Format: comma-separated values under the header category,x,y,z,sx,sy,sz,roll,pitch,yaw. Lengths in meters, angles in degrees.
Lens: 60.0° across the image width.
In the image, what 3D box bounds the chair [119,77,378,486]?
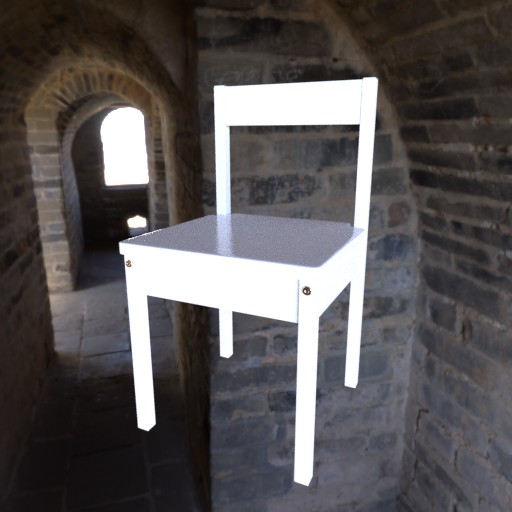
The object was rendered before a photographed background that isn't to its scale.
category,x,y,z,sx,sy,sz,roll,pitch,yaw
chair,0.000,0.000,0.866,0.367,0.668,0.361,7,17,25
